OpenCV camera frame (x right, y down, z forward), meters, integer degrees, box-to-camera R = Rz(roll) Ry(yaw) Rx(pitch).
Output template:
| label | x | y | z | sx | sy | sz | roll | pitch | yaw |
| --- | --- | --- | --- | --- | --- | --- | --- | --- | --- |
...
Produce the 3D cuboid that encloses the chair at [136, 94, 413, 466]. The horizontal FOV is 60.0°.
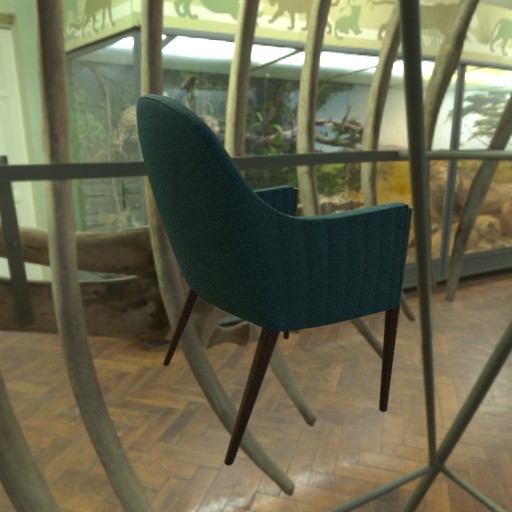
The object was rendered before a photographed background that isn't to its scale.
| label | x | y | z | sx | sy | sz | roll | pitch | yaw |
| --- | --- | --- | --- | --- | --- | --- | --- | --- | --- |
| chair | 0.000 | 0.000 | 1.362 | 0.652 | 0.907 | 0.656 | -7 | 16 | -26 |
